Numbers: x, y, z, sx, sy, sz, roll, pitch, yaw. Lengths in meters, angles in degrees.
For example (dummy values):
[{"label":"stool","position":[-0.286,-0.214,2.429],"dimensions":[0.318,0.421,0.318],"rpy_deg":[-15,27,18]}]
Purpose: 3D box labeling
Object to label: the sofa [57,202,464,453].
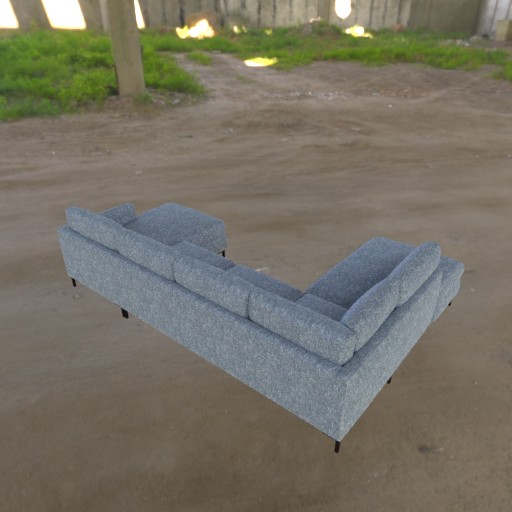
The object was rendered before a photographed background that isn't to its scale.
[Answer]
[{"label":"sofa","position":[0.000,0.000,3.595],"dimensions":[2.737,0.756,1.879],"rpy_deg":[22,36,33]}]
